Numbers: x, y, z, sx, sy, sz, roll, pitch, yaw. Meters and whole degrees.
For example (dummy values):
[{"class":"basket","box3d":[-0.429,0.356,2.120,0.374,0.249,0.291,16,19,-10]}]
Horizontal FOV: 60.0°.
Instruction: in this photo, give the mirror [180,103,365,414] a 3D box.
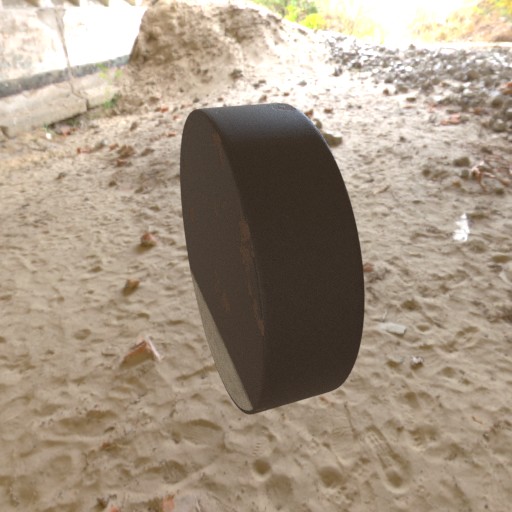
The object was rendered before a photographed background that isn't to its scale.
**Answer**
[{"class":"mirror","box3d":[0.000,0.000,0.598,0.126,0.386,0.386,-10,31,-17]}]
